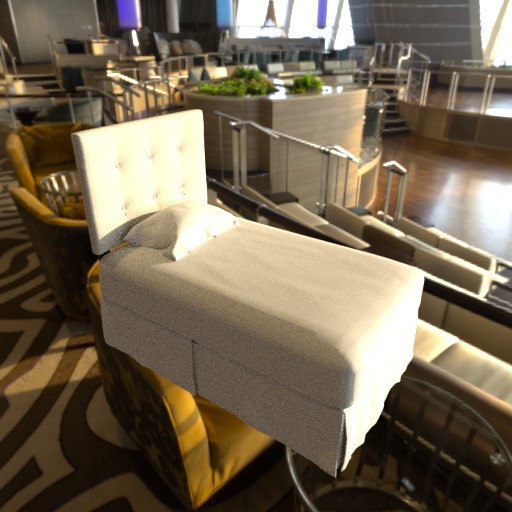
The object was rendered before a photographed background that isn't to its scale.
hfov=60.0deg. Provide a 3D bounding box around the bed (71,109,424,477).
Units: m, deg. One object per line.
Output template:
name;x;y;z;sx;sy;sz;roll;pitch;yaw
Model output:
bed;0.000;0.000;2.943;1.997;1.571;1.261;18;32;31
